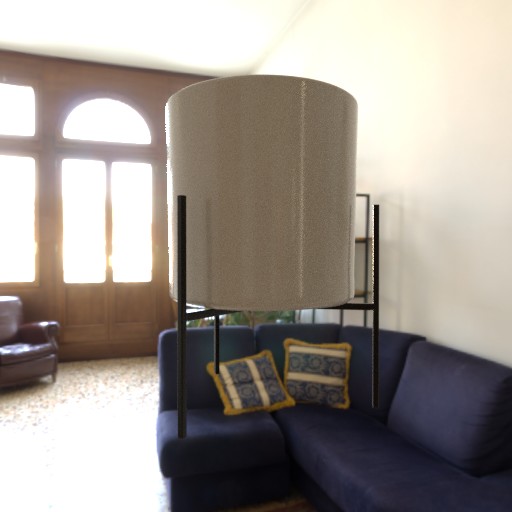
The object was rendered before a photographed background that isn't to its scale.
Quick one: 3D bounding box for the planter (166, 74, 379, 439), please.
[{"bbox_3d":[0.000,0.000,0.648,0.307,0.431,0.308,0,1,36],"label":"planter"}]
